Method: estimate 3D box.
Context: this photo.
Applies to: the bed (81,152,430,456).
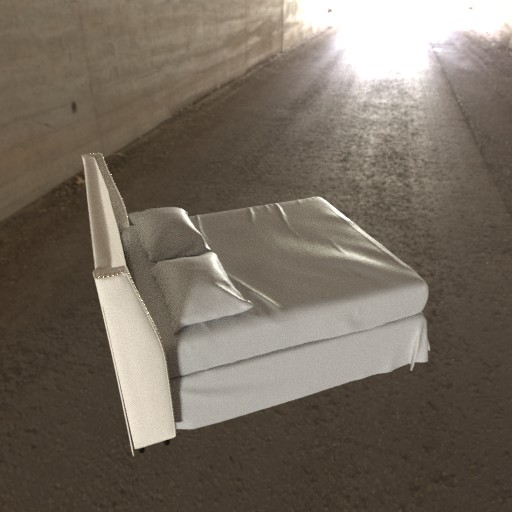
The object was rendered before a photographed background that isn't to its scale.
[{"bbox_3d":[0.000,0.000,3.421,2.276,1.332,1.925,-11,33,-17],"label":"bed"}]
